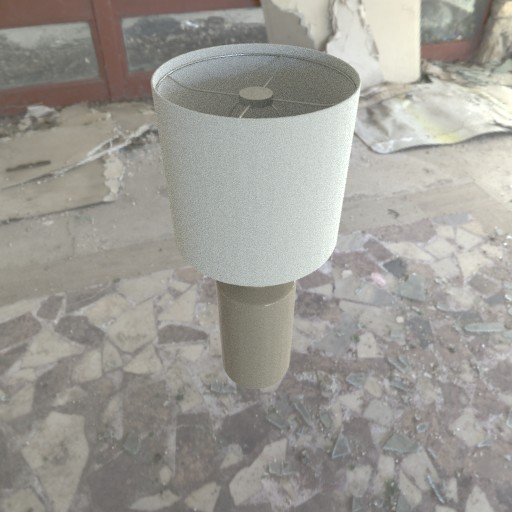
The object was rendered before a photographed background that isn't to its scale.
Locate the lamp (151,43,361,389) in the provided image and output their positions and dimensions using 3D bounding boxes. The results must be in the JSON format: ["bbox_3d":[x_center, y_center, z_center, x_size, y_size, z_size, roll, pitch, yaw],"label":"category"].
[{"bbox_3d":[0.000,0.000,0.615,0.212,0.493,0.212,12,43,13],"label":"lamp"}]
